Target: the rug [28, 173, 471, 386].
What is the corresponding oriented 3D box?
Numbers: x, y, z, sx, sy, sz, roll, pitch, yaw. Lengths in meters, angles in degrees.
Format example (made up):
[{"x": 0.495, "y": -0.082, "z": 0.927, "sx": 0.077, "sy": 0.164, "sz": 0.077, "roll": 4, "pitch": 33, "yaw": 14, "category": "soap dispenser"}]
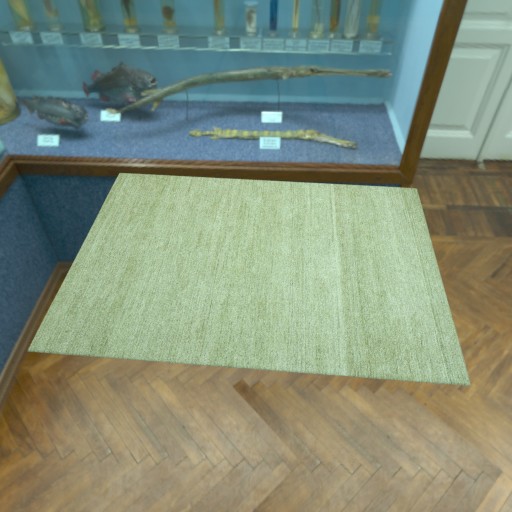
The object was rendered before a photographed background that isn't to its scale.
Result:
[{"x": 0.000, "y": 0.000, "z": 2.814, "sx": 2.270, "sy": 0.017, "sz": 1.606, "roll": 4, "pitch": 46, "yaw": 3, "category": "rug"}]
